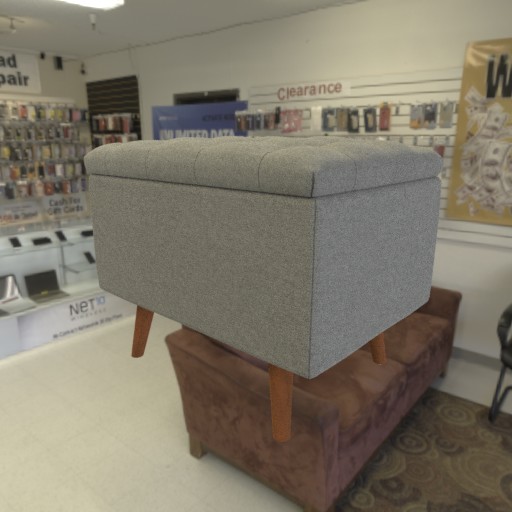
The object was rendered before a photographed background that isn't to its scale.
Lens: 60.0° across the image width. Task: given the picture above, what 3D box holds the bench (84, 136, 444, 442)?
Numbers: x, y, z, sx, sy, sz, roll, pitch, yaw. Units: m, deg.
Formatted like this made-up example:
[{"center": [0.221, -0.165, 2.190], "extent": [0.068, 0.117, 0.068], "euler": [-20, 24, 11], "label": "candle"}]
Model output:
[{"center": [0.000, 0.000, 0.899], "extent": [0.572, 0.469, 0.417], "euler": [13, 20, 41], "label": "bench"}]
